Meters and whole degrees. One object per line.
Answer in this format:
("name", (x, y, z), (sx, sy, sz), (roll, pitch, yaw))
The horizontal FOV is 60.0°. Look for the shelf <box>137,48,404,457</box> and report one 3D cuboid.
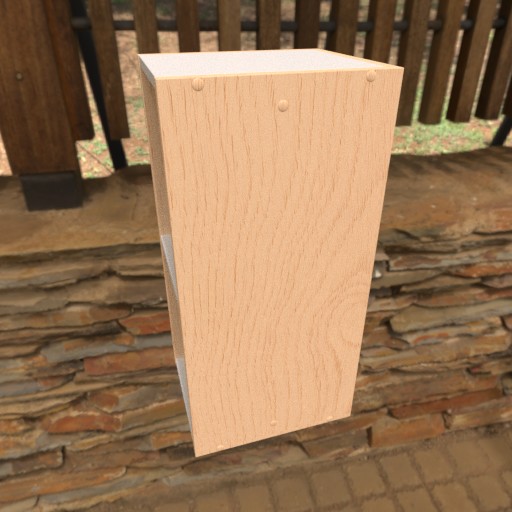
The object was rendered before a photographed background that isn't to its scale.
("shelf", (0.000, 0.000, 0.738), (0.290, 0.600, 0.250), (-9, 31, -15))
